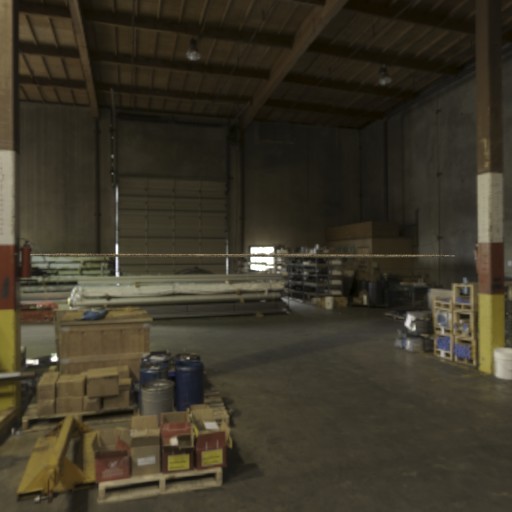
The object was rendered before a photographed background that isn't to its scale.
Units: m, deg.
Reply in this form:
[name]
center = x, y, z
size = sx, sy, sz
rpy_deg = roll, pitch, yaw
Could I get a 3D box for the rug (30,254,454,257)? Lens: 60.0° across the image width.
[rug]
center = 0.000, 0.000, 3.020
size = 2.664, 0.011, 0.762
rpy_deg = 0, 0, -17
